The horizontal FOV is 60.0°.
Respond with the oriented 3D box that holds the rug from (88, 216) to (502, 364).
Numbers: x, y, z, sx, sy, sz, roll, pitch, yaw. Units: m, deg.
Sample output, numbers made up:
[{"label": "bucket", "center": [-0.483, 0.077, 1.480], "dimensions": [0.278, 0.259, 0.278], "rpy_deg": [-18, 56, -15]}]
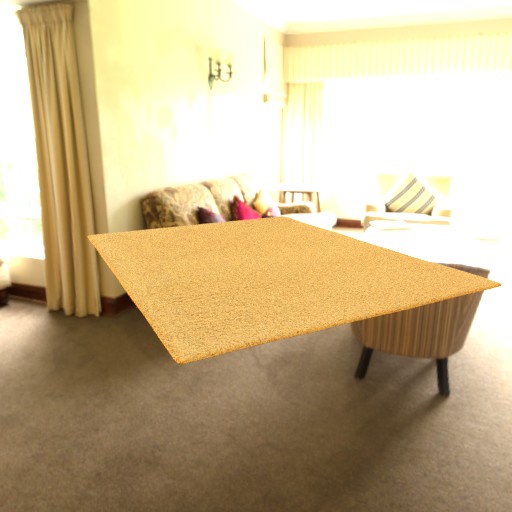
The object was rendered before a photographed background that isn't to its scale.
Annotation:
[{"label": "rug", "center": [0.000, 0.000, 3.945], "dimensions": [2.438, 0.029, 3.047], "rpy_deg": [-8, 17, -27]}]
